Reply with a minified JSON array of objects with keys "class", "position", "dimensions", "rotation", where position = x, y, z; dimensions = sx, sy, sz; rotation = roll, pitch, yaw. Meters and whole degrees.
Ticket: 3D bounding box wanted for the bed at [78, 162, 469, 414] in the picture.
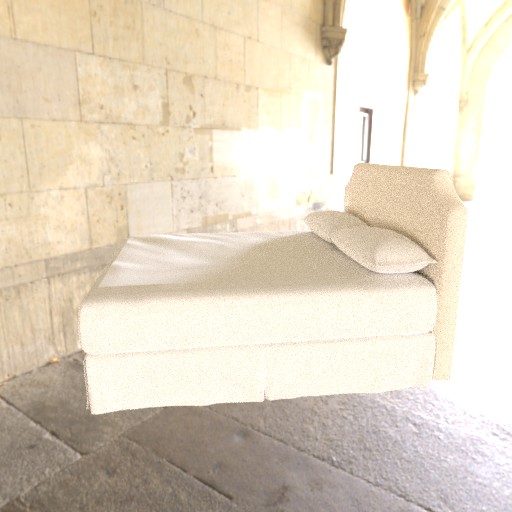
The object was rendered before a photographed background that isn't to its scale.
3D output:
[{"class":"bed","position":[0.000,0.000,3.815],"dimensions":[2.548,1.524,2.134],"rotation":[-2,14,-8]}]
